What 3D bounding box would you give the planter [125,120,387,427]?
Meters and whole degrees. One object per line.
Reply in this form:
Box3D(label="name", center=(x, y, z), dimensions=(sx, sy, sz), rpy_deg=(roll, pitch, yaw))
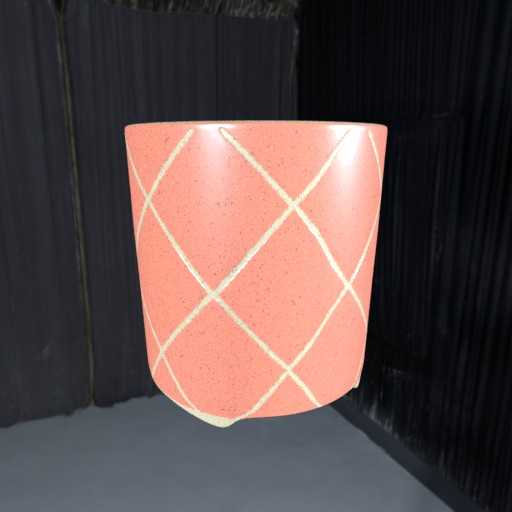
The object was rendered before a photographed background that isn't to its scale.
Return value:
Box3D(label="planter", center=(0.000, 0.000, 0.358), dimensions=(0.191, 0.200, 0.191), rpy_deg=(0, 14, 0))
